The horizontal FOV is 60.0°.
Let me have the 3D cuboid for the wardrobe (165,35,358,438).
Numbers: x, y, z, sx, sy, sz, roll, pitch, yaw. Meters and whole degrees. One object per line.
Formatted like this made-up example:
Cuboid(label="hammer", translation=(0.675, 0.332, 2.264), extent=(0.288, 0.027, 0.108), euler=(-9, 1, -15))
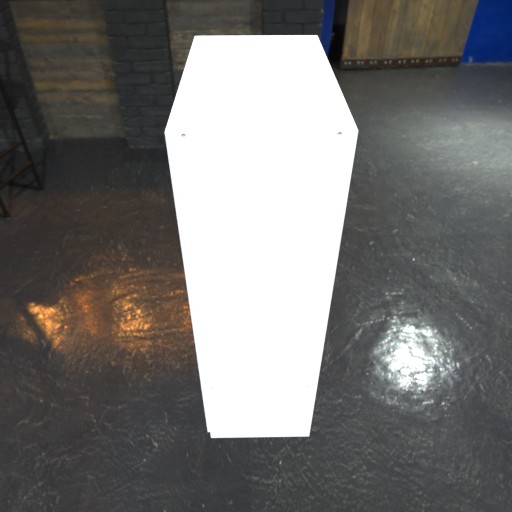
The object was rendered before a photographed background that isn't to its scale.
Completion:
Cuboid(label="wardrobe", translation=(0.000, 0.000, 2.243), extent=(0.577, 1.808, 0.991), euler=(-1, 41, -1))
